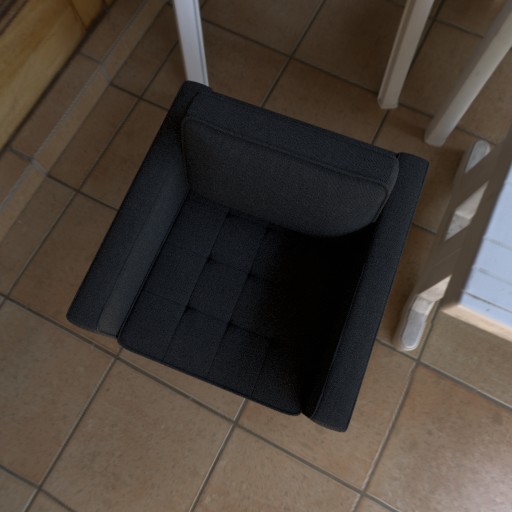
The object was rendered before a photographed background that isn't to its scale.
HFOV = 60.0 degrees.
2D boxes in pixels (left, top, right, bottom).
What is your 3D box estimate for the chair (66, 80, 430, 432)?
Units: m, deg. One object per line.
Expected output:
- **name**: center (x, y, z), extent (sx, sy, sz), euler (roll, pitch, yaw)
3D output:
- **chair**: center (0.000, 0.000, 1.567), extent (0.899, 0.770, 0.919), euler (20, 75, 6)
